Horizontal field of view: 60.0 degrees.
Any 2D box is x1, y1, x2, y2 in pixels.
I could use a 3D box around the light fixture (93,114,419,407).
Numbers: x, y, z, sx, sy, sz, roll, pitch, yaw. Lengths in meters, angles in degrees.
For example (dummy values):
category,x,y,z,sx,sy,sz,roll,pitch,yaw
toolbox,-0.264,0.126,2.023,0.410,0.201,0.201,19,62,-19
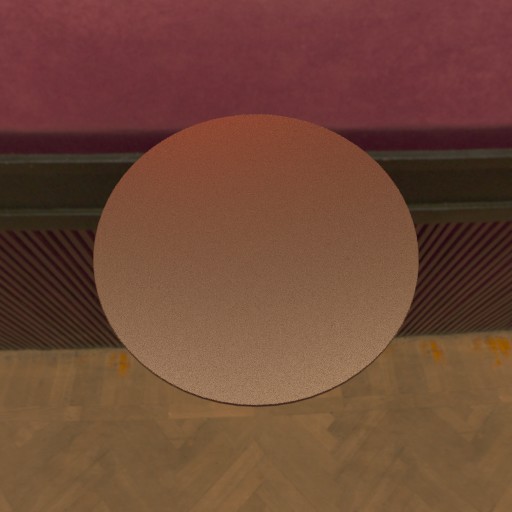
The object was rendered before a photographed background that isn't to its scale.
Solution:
category,x,y,z,sx,sy,sz,roll,pitch,yaw
light fixture,0.000,0.000,0.549,0.368,0.100,0.368,0,64,0
